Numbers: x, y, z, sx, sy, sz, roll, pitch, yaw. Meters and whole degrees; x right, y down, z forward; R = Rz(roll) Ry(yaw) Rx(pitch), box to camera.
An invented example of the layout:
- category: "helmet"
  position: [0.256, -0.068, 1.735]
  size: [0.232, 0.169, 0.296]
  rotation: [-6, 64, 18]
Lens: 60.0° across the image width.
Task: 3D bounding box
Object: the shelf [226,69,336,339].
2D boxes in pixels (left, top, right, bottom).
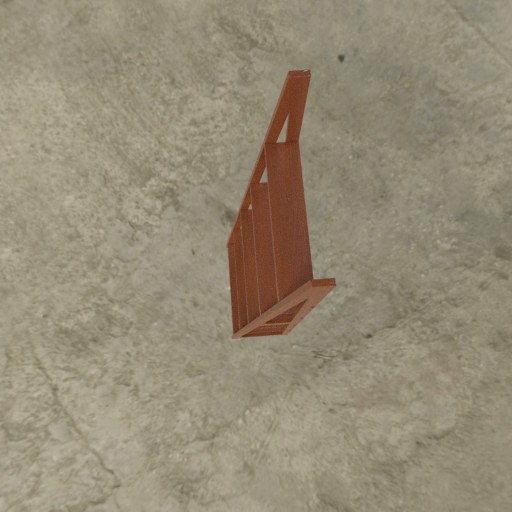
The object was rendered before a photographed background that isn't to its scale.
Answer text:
- category: "shelf"
  position: [0.000, 0.000, 2.043]
  size: [0.356, 1.780, 0.630]
  rotation: [-4, 76, -1]
